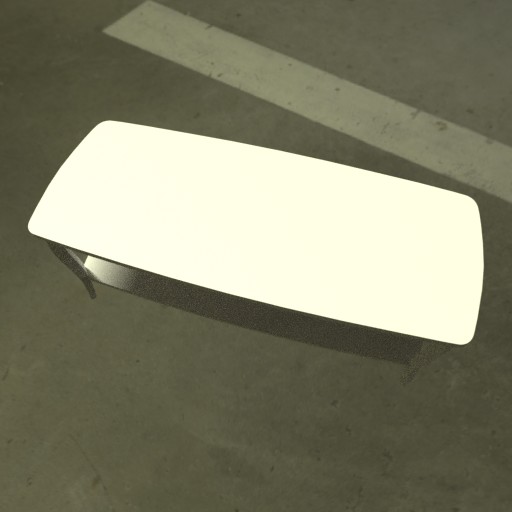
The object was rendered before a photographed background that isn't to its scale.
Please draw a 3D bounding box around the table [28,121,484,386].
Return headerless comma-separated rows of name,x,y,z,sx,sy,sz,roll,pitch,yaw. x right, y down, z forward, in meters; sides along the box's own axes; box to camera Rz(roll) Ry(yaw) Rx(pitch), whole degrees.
table,0.000,0.000,1.546,1.334,0.474,0.561,14,59,9
